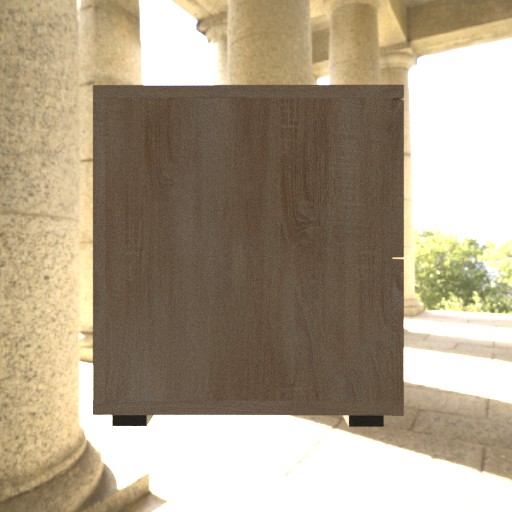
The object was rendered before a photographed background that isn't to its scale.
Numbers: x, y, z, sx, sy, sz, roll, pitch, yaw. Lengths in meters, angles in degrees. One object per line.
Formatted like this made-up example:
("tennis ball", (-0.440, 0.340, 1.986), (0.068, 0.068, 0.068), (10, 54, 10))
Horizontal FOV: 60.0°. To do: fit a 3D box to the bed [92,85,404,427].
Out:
("bed", (0.000, 0.000, 0.773), (0.401, 0.420, 0.460), (0, 0, 0))
